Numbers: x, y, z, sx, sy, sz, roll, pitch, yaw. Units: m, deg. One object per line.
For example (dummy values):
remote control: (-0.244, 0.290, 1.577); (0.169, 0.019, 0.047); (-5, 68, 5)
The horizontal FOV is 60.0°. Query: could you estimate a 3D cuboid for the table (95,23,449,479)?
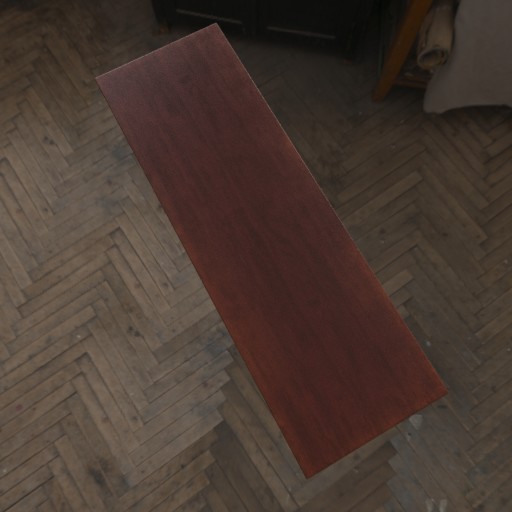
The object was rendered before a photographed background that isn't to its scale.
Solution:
table: (0.000, 0.000, 1.507); (0.392, 0.739, 1.188); (-28, 78, -7)
